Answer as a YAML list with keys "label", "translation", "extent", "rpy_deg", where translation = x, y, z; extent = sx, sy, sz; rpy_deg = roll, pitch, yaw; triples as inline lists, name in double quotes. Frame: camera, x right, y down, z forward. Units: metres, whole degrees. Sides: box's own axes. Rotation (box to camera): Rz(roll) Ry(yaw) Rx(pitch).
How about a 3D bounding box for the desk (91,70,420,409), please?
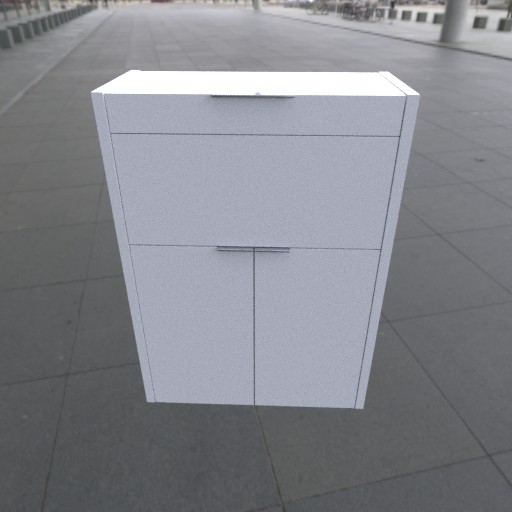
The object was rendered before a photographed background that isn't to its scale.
- label: "desk"
  translation: [0.000, 0.000, 1.601]
  extent: [0.850, 1.190, 0.390]
  rpy_deg: [1, 31, 2]
